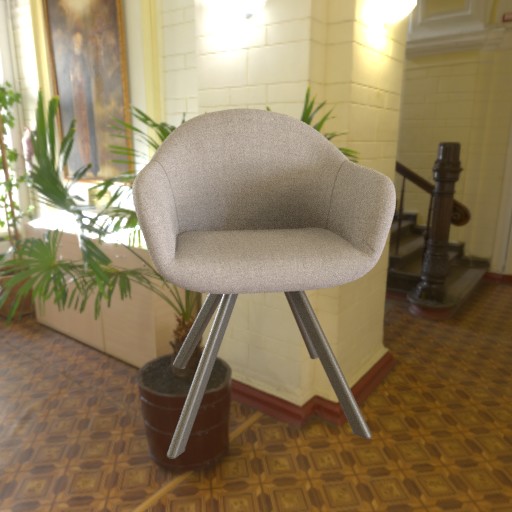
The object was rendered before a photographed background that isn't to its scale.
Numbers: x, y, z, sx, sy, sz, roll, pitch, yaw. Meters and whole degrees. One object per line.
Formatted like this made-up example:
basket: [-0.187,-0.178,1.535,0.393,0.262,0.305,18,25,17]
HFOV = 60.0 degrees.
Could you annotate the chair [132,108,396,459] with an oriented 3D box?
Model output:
chair: [0.000,0.000,1.206,0.590,0.795,0.550,-2,15,-8]
